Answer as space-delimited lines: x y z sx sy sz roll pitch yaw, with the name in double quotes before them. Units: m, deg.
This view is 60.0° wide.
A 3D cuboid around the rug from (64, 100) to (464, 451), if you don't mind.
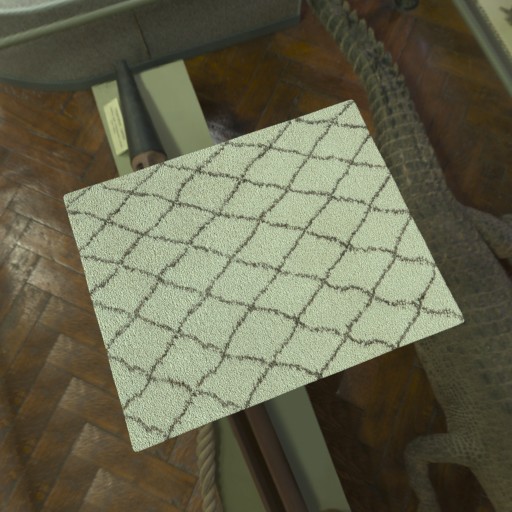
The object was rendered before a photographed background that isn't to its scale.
"rug" 0.000 0.000 4.092 3.047 0.029 2.438 -20 75 -6
